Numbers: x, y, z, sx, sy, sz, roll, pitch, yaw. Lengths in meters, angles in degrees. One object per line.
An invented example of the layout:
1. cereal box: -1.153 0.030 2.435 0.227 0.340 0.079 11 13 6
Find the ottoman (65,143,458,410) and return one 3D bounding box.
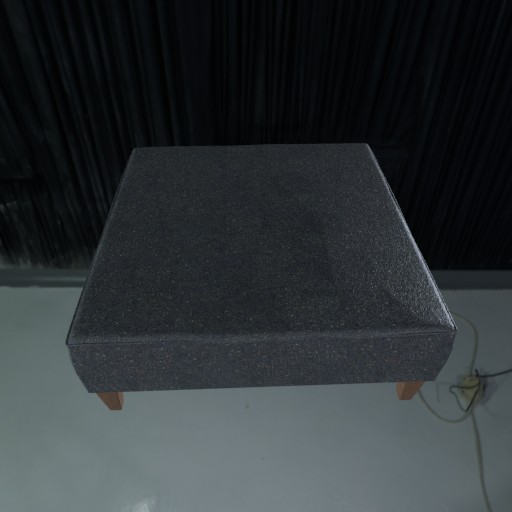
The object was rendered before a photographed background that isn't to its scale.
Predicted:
1. ottoman: 0.000 0.000 1.555 0.968 0.382 1.004 -2 42 -2
